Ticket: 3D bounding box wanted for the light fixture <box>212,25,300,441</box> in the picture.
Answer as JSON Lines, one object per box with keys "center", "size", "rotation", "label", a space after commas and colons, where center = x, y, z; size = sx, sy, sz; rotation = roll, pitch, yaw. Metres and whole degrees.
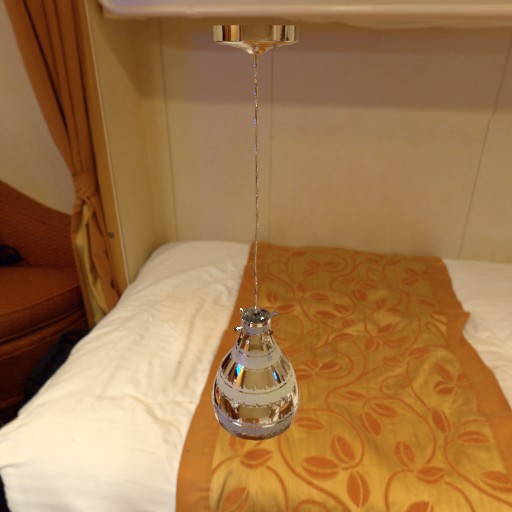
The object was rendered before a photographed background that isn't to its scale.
{"center": [0.000, 0.000, 1.581], "size": [0.374, 1.457, 0.374], "rotation": [-18, 32, -32], "label": "light fixture"}
